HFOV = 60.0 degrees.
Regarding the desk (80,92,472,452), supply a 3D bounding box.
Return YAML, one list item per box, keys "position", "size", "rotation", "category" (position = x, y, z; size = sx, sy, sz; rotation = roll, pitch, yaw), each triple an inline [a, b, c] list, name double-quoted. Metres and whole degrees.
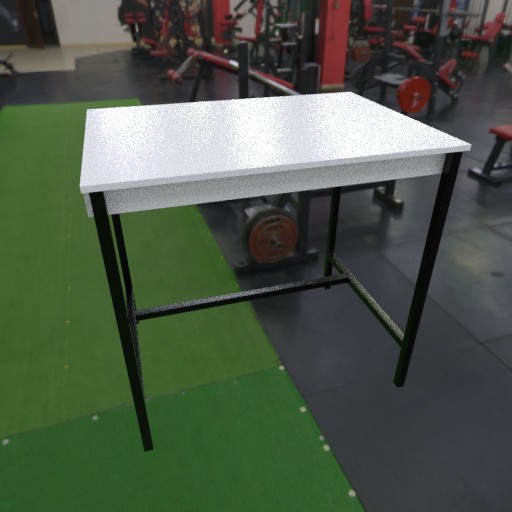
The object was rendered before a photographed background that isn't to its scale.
- position: [0.000, 0.000, 1.303]
  size: [0.811, 0.766, 0.573]
  rotation: [-9, 33, -14]
  category: "desk"
